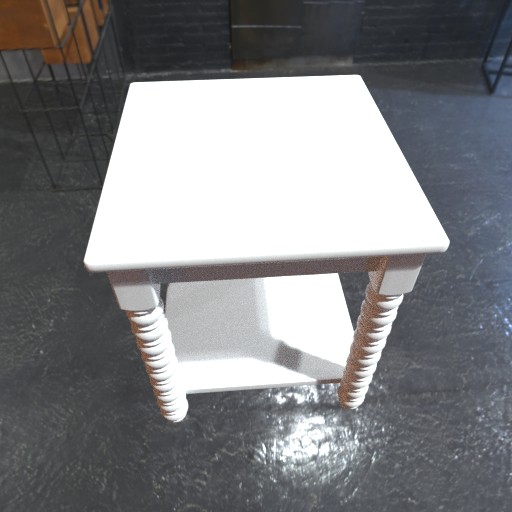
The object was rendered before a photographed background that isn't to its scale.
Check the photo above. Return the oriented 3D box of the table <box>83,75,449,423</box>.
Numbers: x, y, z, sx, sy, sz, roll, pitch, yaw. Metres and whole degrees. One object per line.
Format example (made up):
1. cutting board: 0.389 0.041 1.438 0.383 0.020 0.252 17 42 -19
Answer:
1. table: 0.000 0.000 0.981 0.500 0.563 0.533 -3 46 -3
